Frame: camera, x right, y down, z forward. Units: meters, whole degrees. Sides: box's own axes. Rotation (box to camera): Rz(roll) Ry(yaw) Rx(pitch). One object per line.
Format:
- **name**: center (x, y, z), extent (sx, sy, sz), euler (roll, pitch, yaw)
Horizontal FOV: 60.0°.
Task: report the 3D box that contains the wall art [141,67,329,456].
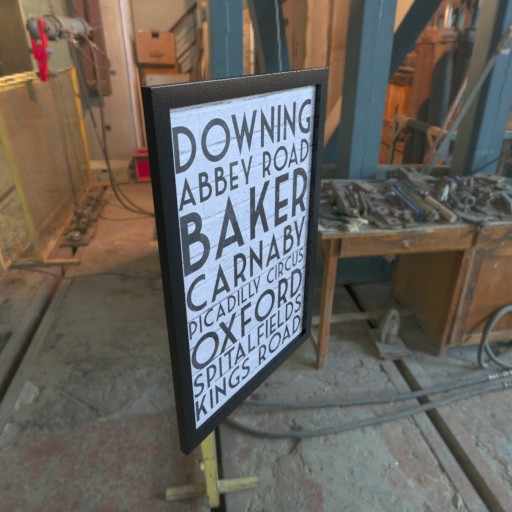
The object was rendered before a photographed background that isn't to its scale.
- **wall art**: center (0.000, 0.000, 0.864), extent (0.019, 0.656, 0.462), euler (18, 32, 32)
